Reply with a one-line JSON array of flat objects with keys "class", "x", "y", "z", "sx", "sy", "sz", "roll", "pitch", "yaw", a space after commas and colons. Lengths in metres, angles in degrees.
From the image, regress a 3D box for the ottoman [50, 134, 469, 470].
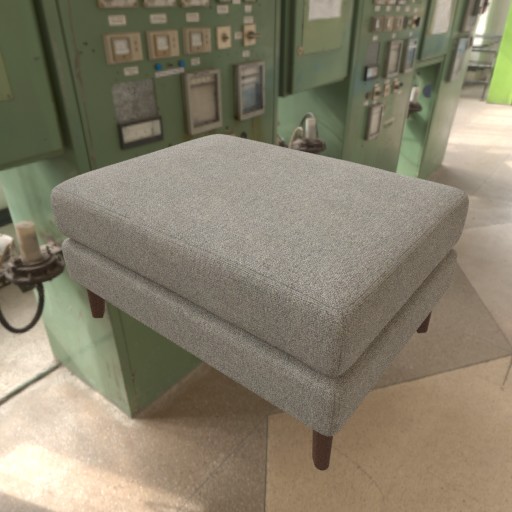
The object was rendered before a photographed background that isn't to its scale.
[{"class": "ottoman", "x": 0.000, "y": 0.000, "z": 1.130, "sx": 0.821, "sy": 0.441, "sz": 0.611, "roll": 22, "pitch": 37, "yaw": 33}]
